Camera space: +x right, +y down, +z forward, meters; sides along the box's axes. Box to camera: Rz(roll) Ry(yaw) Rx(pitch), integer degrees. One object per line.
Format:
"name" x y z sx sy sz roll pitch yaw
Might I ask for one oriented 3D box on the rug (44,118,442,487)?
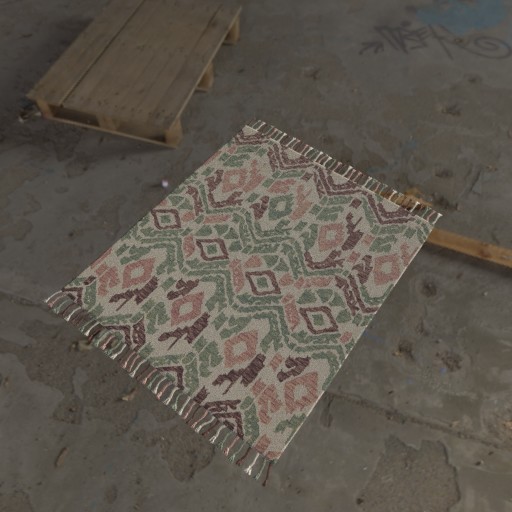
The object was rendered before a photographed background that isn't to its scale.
"rug" 0.000 0.000 4.173 2.438 0.010 3.048 33 64 19
